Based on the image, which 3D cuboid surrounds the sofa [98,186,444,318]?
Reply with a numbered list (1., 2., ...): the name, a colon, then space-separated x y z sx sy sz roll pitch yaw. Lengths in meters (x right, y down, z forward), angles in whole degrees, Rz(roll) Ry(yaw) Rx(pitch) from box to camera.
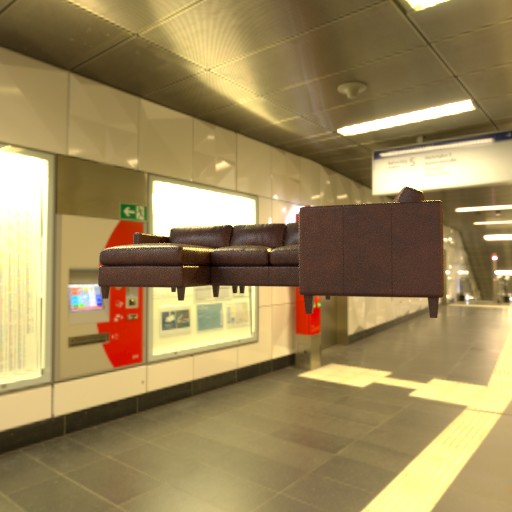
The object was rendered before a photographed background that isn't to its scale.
1. sofa: 0.000 0.000 4.468 3.324 0.891 2.452 -1 -2 19
